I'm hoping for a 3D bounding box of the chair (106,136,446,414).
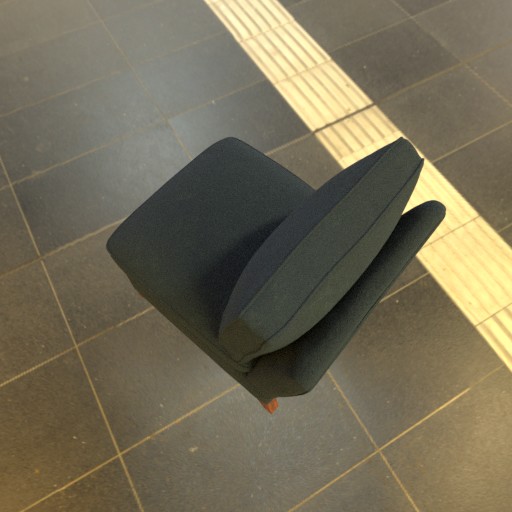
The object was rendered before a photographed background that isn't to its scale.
[{"bbox_3d":[0.000,0.000,1.639,0.912,1.052,0.724,37,69,17],"label":"chair"}]
